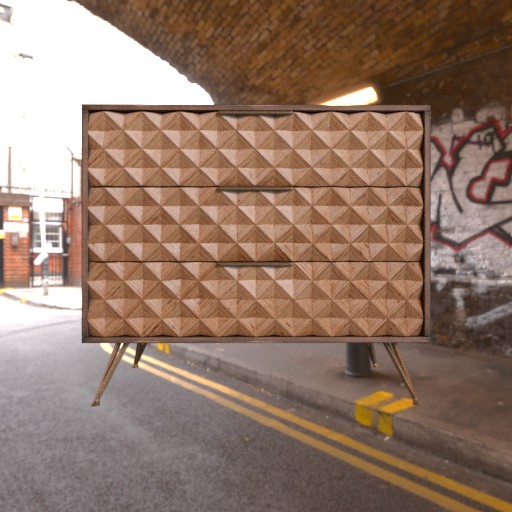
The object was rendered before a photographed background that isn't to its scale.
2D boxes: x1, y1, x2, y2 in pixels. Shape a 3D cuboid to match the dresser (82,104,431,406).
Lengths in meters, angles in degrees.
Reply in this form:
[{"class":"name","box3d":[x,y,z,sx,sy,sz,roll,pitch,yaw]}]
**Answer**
[{"class":"dresser","box3d":[0.000,0.000,1.389,0.923,0.801,0.453,0,0,0]}]
